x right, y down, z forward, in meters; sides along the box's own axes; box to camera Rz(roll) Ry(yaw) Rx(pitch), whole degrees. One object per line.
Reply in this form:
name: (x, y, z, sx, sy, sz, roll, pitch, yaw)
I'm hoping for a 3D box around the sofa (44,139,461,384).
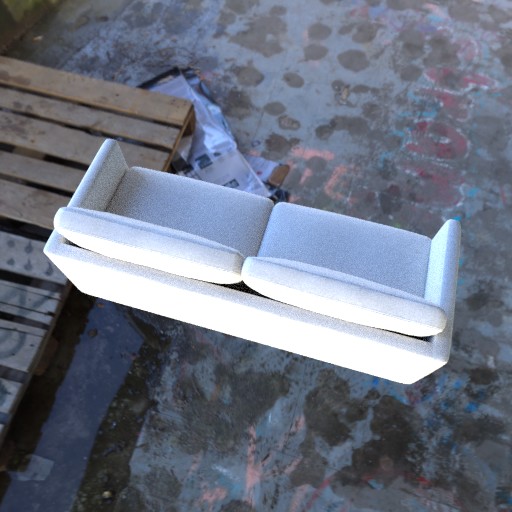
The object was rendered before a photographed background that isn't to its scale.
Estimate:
sofa: (0.000, 0.000, 2.949, 2.434, 0.965, 0.948, 15, 65, 7)
